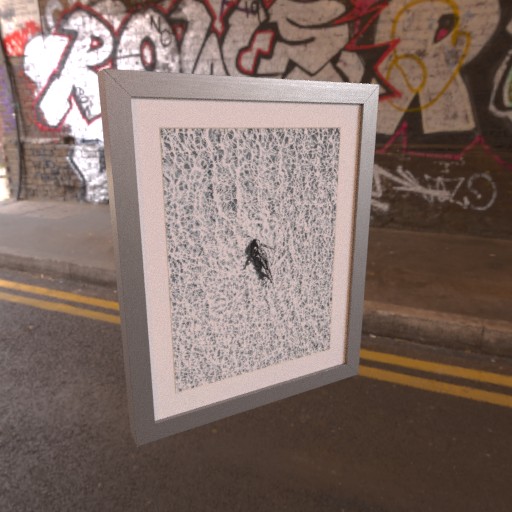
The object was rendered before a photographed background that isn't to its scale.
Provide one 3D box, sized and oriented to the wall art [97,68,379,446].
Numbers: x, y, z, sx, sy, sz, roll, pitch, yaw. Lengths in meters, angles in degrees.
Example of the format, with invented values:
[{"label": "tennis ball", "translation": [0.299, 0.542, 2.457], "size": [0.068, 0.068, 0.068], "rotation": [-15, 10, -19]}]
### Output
[{"label": "wall art", "translation": [0.000, 0.000, 0.509], "size": [0.308, 0.379, 0.030], "rotation": [-9, 18, -27]}]
